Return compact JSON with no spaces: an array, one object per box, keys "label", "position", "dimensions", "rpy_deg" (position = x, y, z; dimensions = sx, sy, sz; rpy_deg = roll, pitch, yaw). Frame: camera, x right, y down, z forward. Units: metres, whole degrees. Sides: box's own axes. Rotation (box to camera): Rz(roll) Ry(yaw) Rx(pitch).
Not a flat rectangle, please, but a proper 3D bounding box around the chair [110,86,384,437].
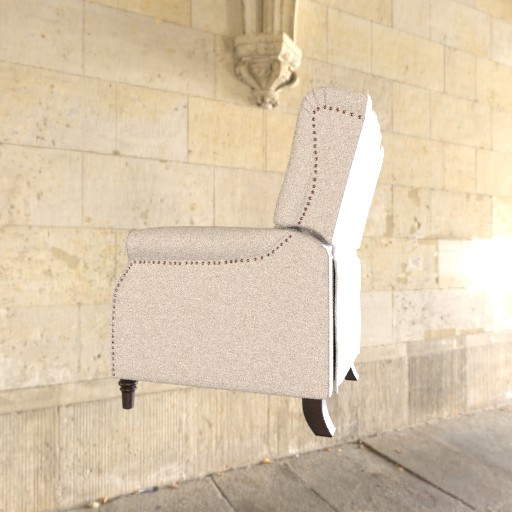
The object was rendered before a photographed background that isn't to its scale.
[{"label":"chair","position":[0.000,0.000,1.671],"dimensions":[0.902,1.035,0.742],"rpy_deg":[0,0,19]}]
